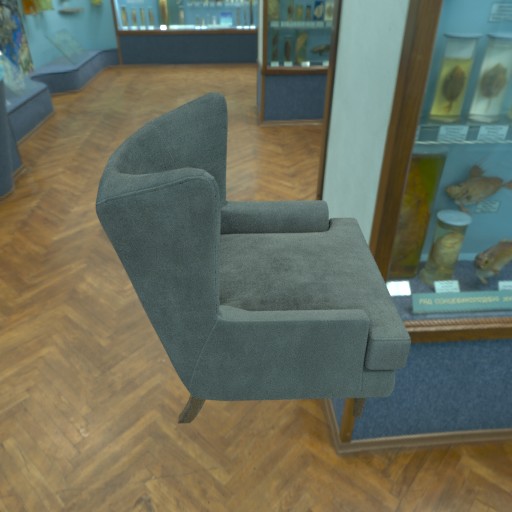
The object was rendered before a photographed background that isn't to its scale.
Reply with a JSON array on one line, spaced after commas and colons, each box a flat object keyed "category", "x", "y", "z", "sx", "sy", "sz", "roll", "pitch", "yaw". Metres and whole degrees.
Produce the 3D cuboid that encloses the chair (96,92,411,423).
[{"category": "chair", "x": 0.000, "y": 0.000, "z": 1.572, "sx": 0.906, "sy": 0.950, "sz": 0.784, "roll": -1, "pitch": 33, "yaw": -1}]
